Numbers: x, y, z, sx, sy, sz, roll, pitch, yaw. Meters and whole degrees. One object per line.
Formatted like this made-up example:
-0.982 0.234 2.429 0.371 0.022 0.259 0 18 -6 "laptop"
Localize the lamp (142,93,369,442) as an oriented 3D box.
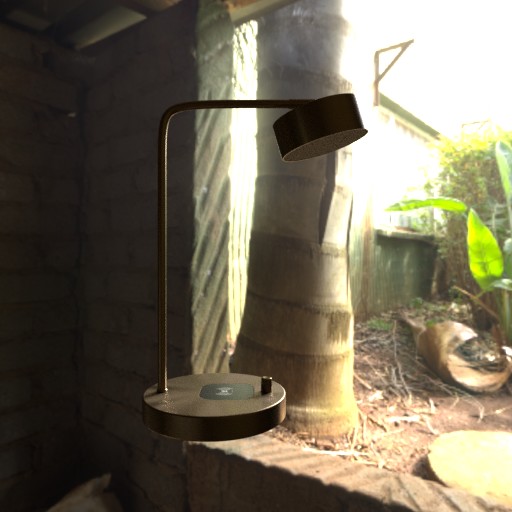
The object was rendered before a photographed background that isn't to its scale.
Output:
0.000 0.000 0.537 0.270 0.380 0.171 0 0 0 "lamp"
